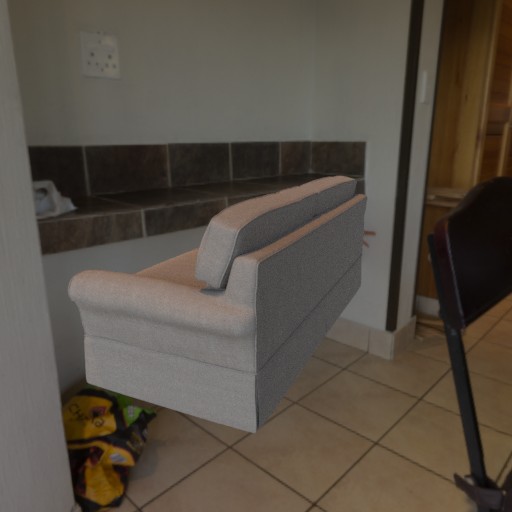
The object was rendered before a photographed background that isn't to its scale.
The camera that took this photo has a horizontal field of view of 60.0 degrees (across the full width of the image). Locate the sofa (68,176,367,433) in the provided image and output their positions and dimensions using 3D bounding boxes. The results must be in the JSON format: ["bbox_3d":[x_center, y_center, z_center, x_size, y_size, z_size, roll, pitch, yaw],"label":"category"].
[{"bbox_3d":[0.000,0.000,2.871,0.991,0.943,2.248,7,17,24],"label":"sofa"}]
